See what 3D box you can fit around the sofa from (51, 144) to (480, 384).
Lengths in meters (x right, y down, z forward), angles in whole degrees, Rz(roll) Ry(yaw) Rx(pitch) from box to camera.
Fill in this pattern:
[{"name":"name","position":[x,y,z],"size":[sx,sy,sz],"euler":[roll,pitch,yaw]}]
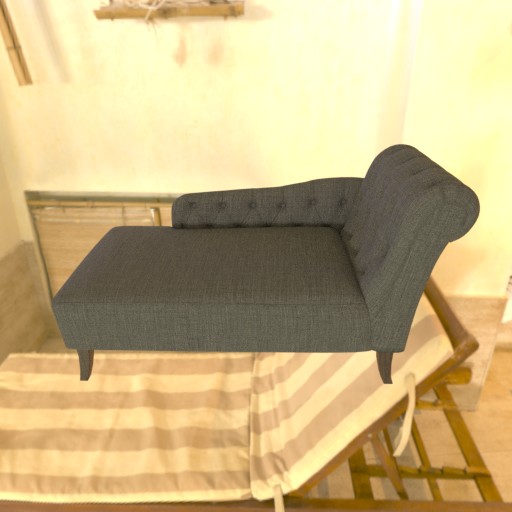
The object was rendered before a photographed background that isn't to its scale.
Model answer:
[{"name":"sofa","position":[0.000,0.000,1.761],"size":[1.379,0.787,0.675],"euler":[1,26,1]}]
